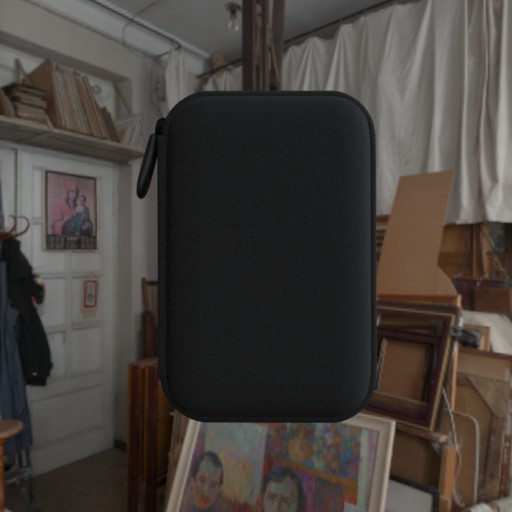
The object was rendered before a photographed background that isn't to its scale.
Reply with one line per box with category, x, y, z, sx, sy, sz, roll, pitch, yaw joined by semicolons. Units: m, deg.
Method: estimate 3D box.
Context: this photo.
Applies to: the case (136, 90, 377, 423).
case;0.000;0.000;0.198;0.107;0.147;0.030;0;-1;0
